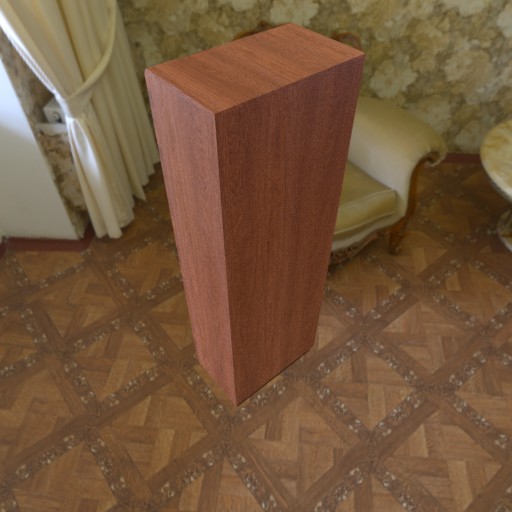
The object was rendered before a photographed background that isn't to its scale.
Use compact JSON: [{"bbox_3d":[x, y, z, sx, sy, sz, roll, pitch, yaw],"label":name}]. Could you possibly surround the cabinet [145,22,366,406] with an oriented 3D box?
[{"bbox_3d":[0.000,0.000,2.250,0.660,1.980,0.420,-31,54,-26],"label":"cabinet"}]
